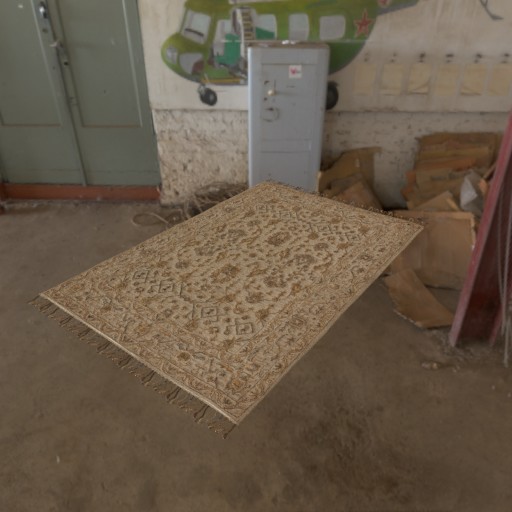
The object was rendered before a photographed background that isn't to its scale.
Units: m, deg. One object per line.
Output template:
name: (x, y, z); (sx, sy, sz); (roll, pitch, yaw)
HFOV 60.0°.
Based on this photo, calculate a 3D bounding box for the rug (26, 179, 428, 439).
rug: (0.000, 0.000, 3.008); (1.529, 0.027, 2.434); (22, 38, 31)
